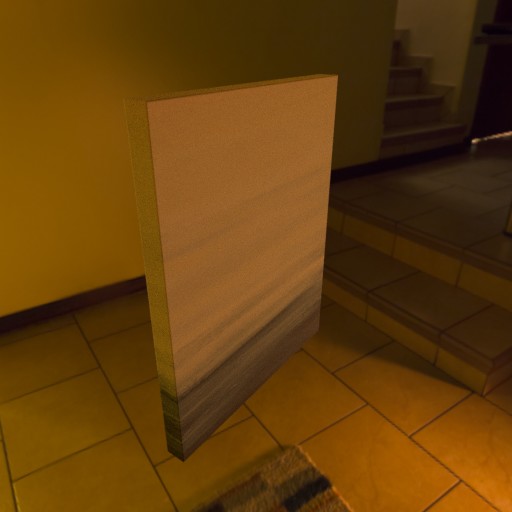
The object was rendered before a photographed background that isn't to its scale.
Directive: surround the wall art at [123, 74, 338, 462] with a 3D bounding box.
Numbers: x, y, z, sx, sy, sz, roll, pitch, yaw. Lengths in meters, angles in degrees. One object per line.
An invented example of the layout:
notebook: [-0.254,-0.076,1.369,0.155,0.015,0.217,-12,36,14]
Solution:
wall art: [0.000,0.000,0.837,0.040,0.608,0.489,18,31,32]
